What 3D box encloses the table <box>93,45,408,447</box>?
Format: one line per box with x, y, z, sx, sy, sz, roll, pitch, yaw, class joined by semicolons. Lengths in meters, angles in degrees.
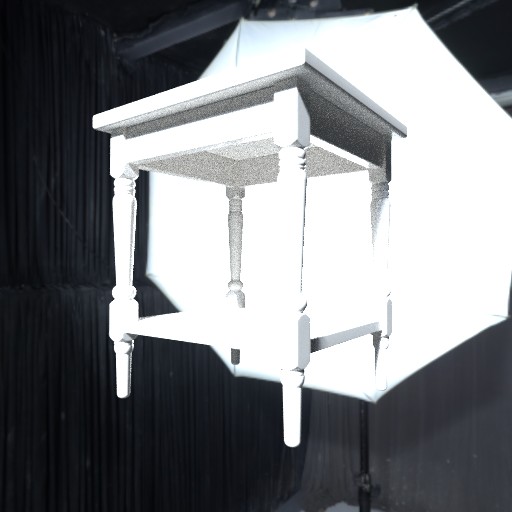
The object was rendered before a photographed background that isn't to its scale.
0.000;0.000;0.917;0.488;0.565;0.442;-1;-1;36;table
